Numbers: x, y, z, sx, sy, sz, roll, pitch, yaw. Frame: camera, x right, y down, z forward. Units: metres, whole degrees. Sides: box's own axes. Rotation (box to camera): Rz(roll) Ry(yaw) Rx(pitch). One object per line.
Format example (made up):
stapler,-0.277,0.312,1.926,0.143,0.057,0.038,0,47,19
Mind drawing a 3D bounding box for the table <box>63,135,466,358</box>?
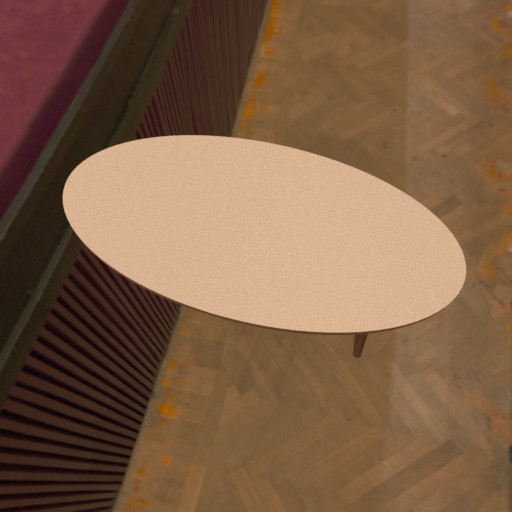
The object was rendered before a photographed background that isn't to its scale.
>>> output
table,0.000,0.000,1.339,1.083,0.390,0.542,14,64,7
